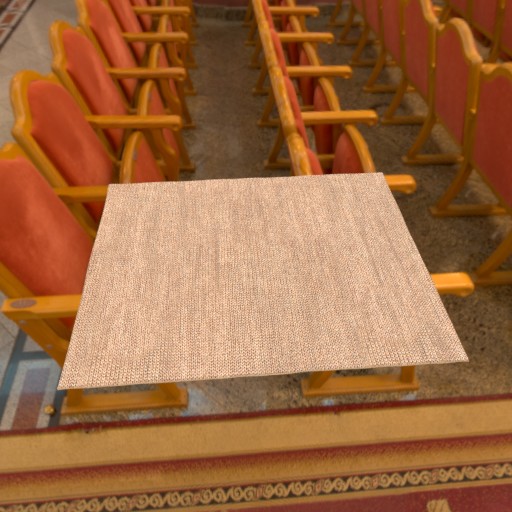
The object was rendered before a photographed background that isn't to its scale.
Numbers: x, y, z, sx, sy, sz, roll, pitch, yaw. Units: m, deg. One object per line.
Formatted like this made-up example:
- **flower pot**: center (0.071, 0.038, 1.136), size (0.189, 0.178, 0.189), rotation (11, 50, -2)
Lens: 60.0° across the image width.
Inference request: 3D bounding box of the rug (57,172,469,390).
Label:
- **rug**: center (0.000, 0.000, 4.090), size (3.052, 0.030, 2.429), rotation (-3, 46, -3)
